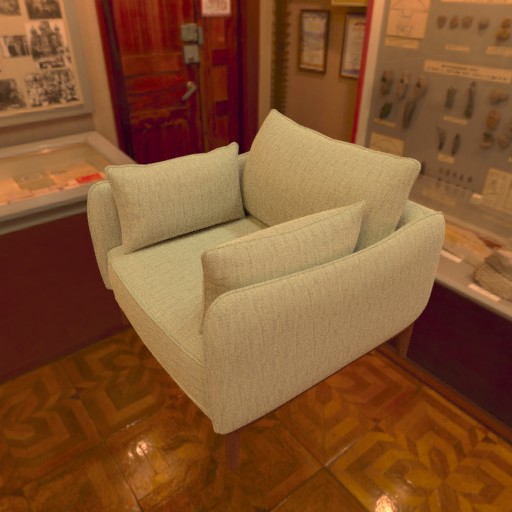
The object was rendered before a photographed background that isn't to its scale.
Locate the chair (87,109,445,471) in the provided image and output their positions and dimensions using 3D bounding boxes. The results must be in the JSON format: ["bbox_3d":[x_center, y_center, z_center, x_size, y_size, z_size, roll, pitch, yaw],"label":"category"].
[{"bbox_3d":[0.000,0.000,1.711,0.991,0.855,0.994,-21,38,-30],"label":"chair"}]
